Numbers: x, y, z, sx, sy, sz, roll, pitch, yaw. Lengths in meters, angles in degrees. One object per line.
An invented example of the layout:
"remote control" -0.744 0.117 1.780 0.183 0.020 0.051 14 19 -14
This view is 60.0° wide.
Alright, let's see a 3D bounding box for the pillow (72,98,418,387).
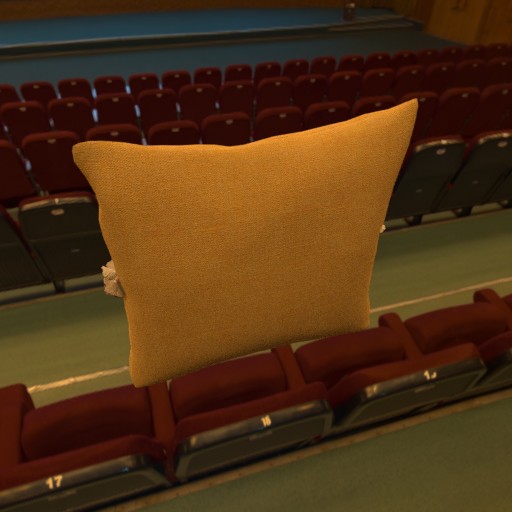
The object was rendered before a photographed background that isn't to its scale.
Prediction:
"pillow" 0.000 0.000 0.732 0.485 0.481 0.167 -11 41 -13
